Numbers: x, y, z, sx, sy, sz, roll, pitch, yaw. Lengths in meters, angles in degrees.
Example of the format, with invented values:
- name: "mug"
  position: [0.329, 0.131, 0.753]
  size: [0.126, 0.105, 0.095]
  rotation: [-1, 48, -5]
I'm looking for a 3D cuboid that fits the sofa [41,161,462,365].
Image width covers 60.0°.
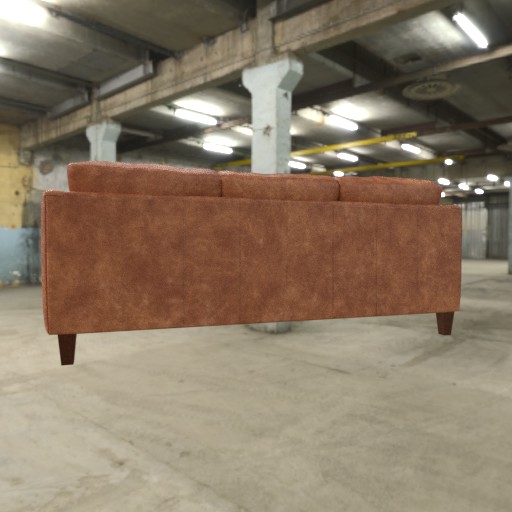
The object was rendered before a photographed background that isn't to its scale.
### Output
- name: "sofa"
  position: [0.000, 0.000, 2.929]
  size: [2.464, 1.006, 1.045]
  rotation: [0, 1, -19]
